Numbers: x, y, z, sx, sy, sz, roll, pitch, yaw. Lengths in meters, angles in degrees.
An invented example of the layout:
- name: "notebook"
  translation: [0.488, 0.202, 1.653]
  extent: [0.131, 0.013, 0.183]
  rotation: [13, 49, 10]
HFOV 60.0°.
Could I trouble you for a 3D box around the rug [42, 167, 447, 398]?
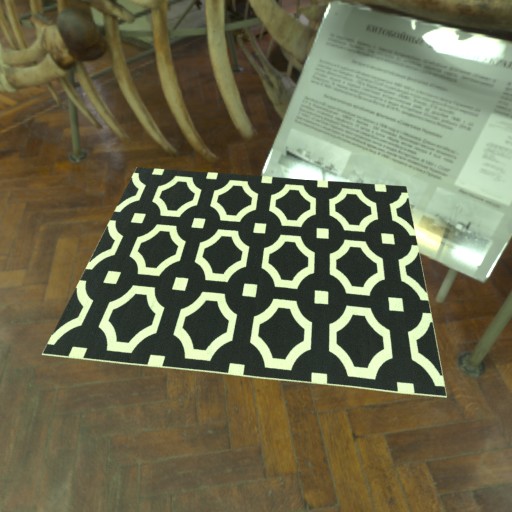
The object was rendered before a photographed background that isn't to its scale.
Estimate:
- name: "rug"
  translation: [0.000, 0.000, 4.139]
  extent: [3.049, 0.021, 2.466]
  rotation: [5, 47, 4]
